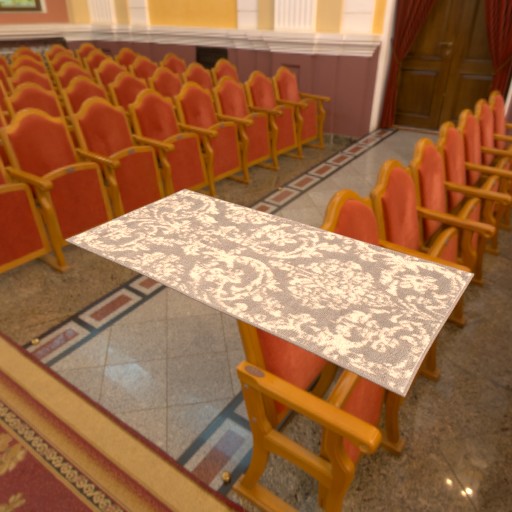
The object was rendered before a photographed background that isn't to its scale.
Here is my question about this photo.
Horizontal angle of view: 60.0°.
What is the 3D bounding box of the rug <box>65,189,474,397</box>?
[{"bbox_3d":[0.000,0.000,1.459,1.219,0.007,0.604,20,35,31],"label":"rug"}]
